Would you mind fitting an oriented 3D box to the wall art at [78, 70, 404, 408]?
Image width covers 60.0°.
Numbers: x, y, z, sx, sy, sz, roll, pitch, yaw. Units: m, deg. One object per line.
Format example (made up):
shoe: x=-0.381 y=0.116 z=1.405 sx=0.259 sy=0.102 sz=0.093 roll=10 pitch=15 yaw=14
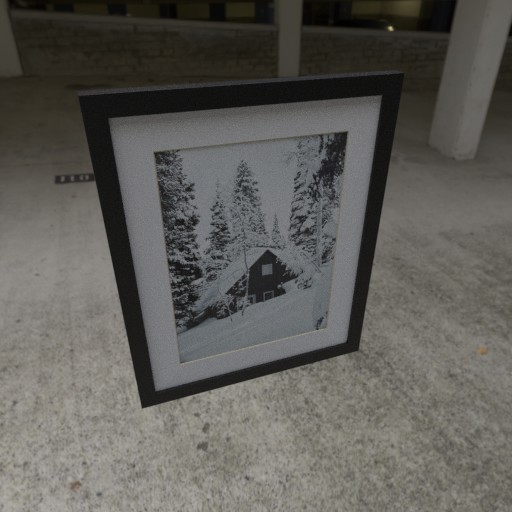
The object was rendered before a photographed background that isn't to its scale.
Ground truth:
wall art: x=0.000 y=0.000 z=0.532 sx=0.325 sy=0.397 sz=0.018 roll=-11 pitch=33 yaw=-16
